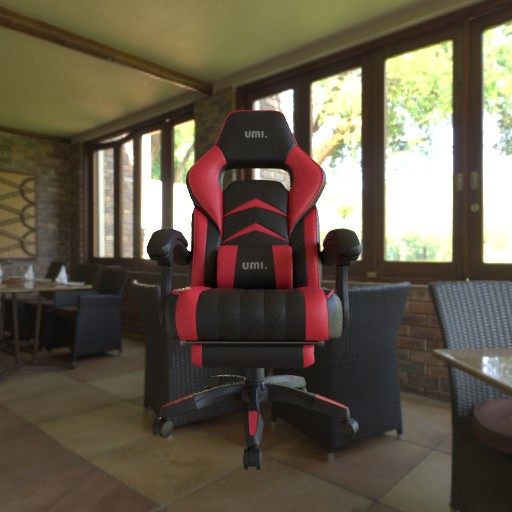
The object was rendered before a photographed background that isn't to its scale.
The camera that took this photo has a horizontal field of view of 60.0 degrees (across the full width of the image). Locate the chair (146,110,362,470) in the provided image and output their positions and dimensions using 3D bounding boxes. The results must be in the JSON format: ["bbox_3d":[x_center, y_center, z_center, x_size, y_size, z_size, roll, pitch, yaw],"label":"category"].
[{"bbox_3d":[0.000,0.000,1.594,0.700,1.220,0.700,0,0,1],"label":"chair"}]
